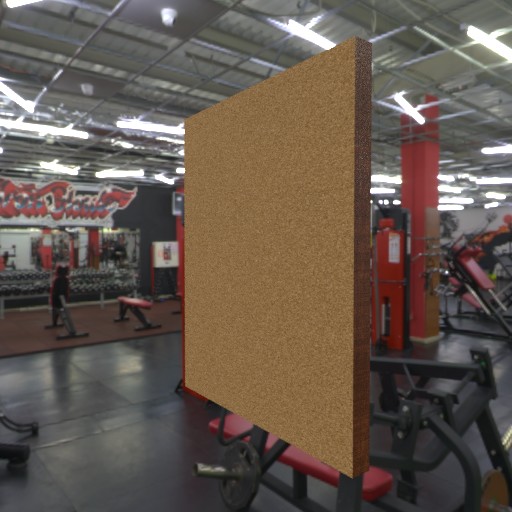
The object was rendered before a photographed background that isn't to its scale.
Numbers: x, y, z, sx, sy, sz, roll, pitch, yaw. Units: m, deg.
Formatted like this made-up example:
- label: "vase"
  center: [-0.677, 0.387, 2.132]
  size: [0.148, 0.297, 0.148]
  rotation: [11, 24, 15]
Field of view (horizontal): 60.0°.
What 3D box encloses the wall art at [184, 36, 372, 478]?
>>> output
- label: "wall art"
  center: [0.000, 0.000, 0.765]
  size: [0.033, 0.567, 0.467]
  rotation: [-1, 2, -36]
